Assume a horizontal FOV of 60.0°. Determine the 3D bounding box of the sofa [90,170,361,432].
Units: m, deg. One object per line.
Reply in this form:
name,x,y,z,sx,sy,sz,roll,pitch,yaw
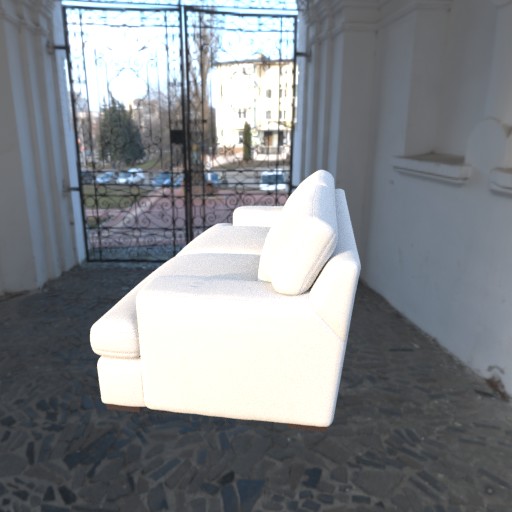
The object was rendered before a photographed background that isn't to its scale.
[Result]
sofa,0.000,0.000,2.830,1.143,0.940,2.261,3,16,9
